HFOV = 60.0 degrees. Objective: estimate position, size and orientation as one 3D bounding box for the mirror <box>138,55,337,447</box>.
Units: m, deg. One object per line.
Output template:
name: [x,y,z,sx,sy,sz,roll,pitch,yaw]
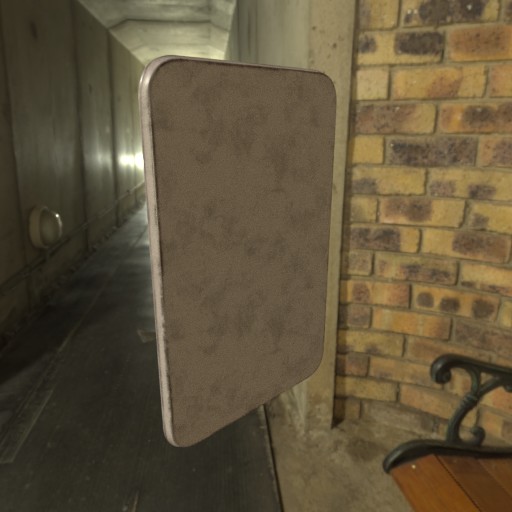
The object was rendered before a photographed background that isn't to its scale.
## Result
mirror: [0.000,0.000,0.888,0.461,0.713,0.024,-16,24,-41]
